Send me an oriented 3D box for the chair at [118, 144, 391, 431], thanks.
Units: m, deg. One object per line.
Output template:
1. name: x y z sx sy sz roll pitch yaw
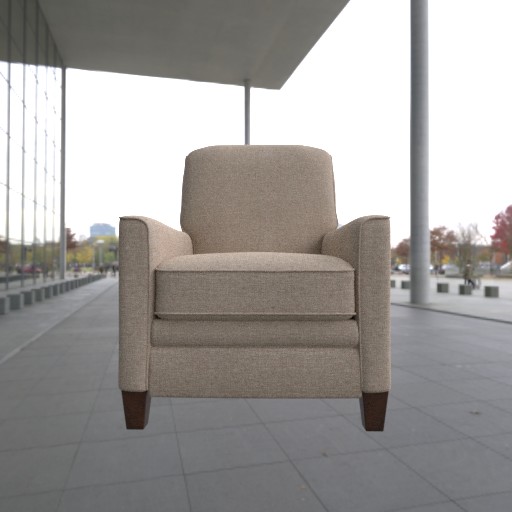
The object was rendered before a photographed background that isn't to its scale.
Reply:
1. chair: 0.000 0.000 1.672 0.841 1.028 0.858 0 -1 1
